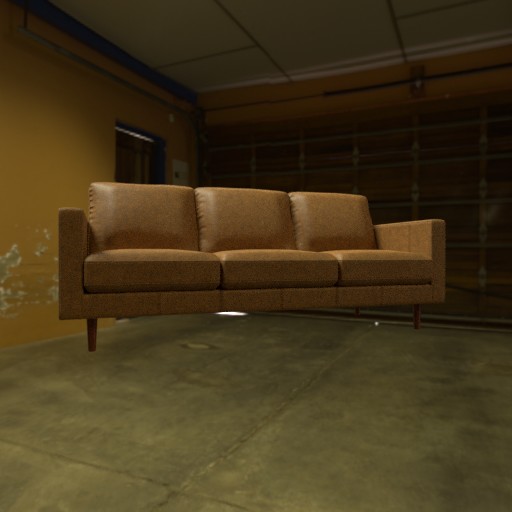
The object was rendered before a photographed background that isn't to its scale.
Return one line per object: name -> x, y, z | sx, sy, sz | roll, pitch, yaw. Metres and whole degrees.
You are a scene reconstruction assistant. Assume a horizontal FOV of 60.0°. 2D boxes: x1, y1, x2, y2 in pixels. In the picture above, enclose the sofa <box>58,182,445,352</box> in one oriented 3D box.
sofa -> 0.000, 0.000, 2.804 | 2.231, 0.930, 0.903 | 0, 0, -19
